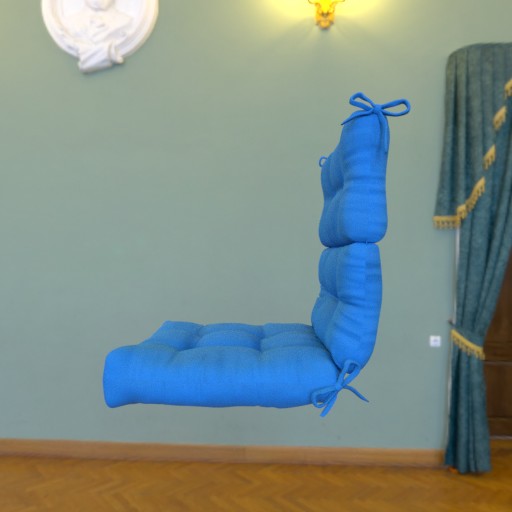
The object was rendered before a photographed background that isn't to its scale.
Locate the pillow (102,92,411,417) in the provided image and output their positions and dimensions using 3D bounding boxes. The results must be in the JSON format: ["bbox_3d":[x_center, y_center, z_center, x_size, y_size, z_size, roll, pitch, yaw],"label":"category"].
[{"bbox_3d":[0.000,0.000,1.035,0.571,0.605,0.519,0,0,2],"label":"pillow"}]
